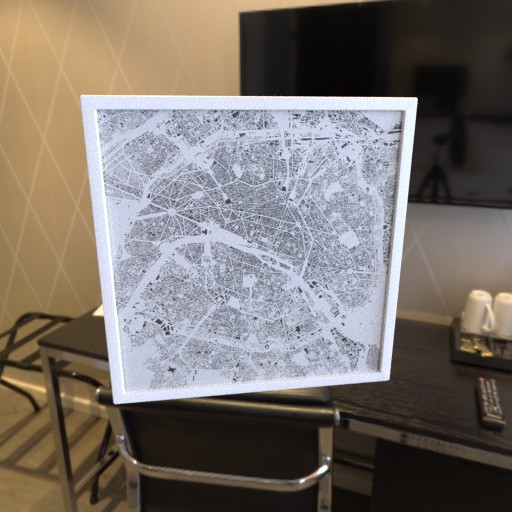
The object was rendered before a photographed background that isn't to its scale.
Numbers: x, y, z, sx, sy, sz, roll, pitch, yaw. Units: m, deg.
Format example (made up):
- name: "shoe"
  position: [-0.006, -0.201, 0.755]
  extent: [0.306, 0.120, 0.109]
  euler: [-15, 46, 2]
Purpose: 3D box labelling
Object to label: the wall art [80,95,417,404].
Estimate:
- name: "wall art"
  position: [0.000, 0.000, 0.752]
  extent: [0.508, 0.508, 0.038]
  euler: [-2, 17, -8]
